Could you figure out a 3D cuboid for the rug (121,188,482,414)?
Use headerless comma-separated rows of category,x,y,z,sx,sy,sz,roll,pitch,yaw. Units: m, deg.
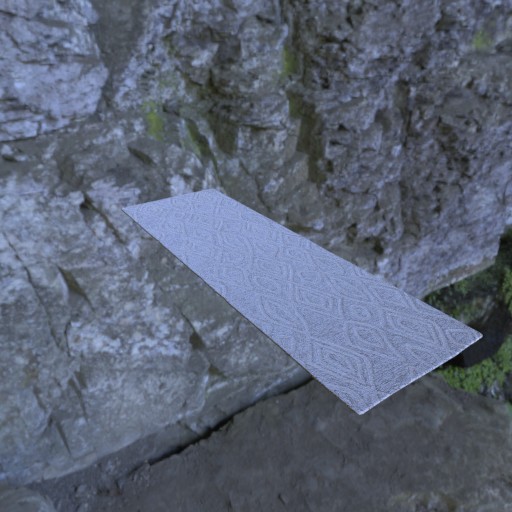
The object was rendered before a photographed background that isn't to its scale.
rug,0.000,0.000,2.660,0.807,0.013,2.436,-18,33,-30
